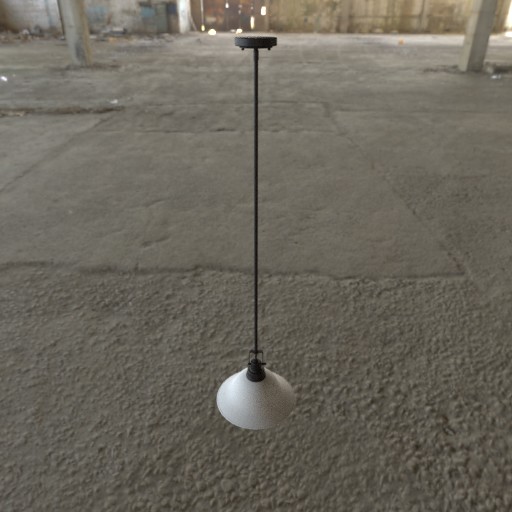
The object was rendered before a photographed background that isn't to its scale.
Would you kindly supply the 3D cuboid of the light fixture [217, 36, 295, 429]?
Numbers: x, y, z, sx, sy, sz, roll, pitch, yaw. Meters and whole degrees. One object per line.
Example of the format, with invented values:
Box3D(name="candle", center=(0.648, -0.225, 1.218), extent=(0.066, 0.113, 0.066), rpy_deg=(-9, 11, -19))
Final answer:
Box3D(name="light fixture", center=(0.000, 0.000, 1.510), extent=(0.324, 1.337, 0.324), rpy_deg=(0, 29, 0))
